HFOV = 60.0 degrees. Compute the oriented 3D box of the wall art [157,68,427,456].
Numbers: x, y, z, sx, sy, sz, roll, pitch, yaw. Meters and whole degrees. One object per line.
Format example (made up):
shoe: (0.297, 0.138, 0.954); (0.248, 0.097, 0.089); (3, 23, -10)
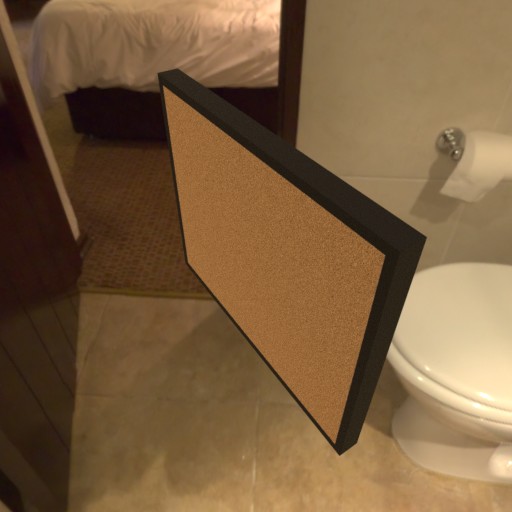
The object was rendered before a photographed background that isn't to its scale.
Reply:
wall art: (0.000, 0.000, 0.541); (0.028, 0.325, 0.397); (-24, 48, -24)
